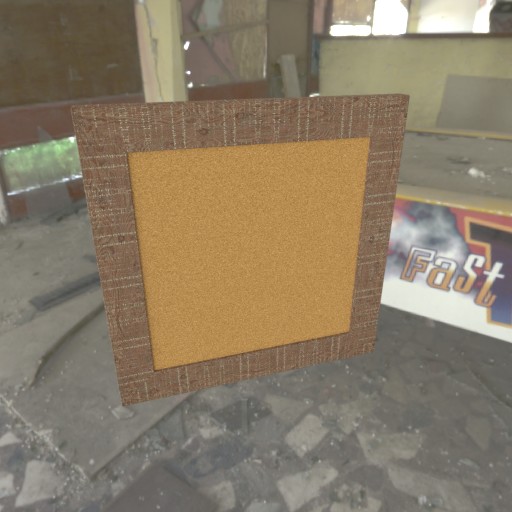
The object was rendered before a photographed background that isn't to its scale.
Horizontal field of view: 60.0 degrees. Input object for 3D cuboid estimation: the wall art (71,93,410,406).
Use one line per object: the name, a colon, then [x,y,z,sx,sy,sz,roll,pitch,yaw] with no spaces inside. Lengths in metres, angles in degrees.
wall art: [0.000,0.000,0.794,0.531,0.531,0.029,-8,27,-16]
